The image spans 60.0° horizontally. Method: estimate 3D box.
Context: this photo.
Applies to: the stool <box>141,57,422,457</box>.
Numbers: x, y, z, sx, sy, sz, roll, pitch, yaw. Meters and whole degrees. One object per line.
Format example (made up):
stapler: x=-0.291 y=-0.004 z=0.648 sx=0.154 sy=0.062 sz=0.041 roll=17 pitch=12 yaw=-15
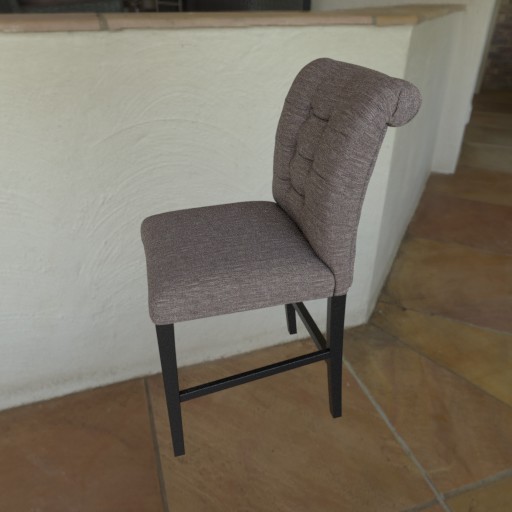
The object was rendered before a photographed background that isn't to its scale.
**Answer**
stool: x=0.000 y=0.000 z=1.243 sx=0.611 sy=0.970 sz=0.457 roll=-8 pitch=31 yaw=-13
